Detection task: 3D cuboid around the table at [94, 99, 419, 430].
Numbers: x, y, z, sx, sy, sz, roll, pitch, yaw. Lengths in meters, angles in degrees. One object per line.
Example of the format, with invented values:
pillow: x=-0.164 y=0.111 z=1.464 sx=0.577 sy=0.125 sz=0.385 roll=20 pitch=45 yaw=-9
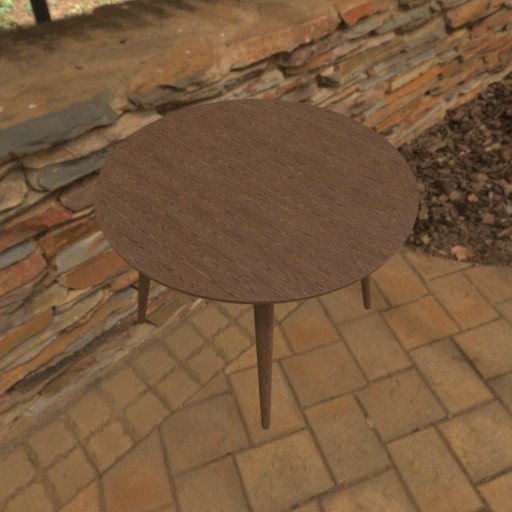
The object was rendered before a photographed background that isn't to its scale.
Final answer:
table: x=0.000 y=0.000 z=1.766 sx=1.053 sy=0.786 sz=1.053 roll=0 pitch=47 yaw=0
